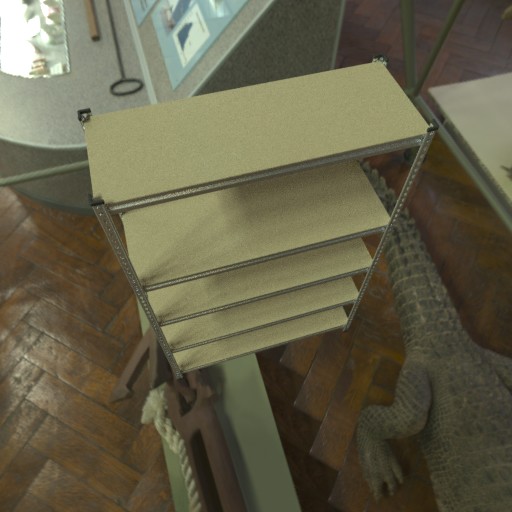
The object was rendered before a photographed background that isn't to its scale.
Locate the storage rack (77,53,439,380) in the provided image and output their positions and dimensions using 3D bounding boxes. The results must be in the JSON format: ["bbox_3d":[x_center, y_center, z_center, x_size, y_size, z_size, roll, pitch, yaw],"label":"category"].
[{"bbox_3d":[0.000,0.000,2.353,1.219,1.829,0.457,-14,59,-9],"label":"storage rack"}]
